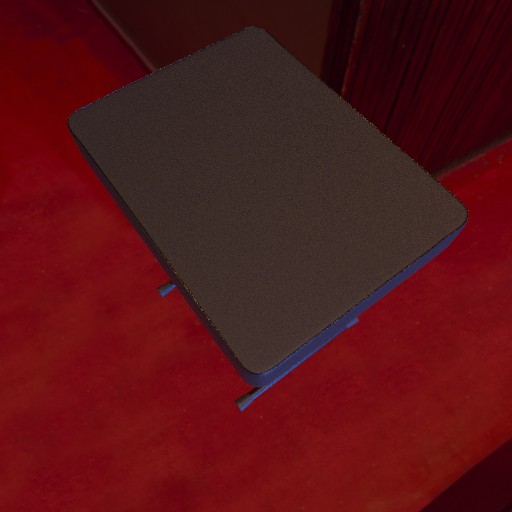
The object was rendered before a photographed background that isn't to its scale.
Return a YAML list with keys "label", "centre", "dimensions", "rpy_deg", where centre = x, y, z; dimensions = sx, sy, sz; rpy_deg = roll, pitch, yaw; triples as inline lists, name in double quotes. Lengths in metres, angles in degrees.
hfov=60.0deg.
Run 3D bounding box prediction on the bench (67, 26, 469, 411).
- label: "bench"
  centre: [0.000, 0.000, 0.764]
  dimensions: [0.321, 0.500, 0.424]
  rpy_deg: [-33, 68, -16]
